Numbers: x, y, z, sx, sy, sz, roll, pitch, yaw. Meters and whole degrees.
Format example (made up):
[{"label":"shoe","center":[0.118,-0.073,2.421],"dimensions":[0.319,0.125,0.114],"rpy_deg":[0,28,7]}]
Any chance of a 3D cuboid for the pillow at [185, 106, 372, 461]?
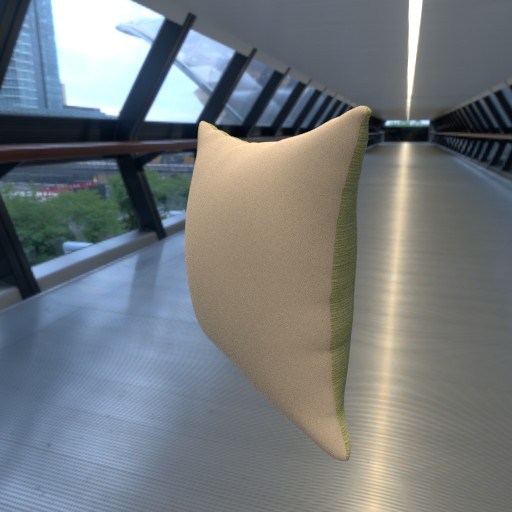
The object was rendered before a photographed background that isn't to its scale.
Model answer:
[{"label":"pillow","center":[0.000,0.000,0.802],"dimensions":[0.229,0.487,0.560],"rpy_deg":[-7,16,-27]}]
